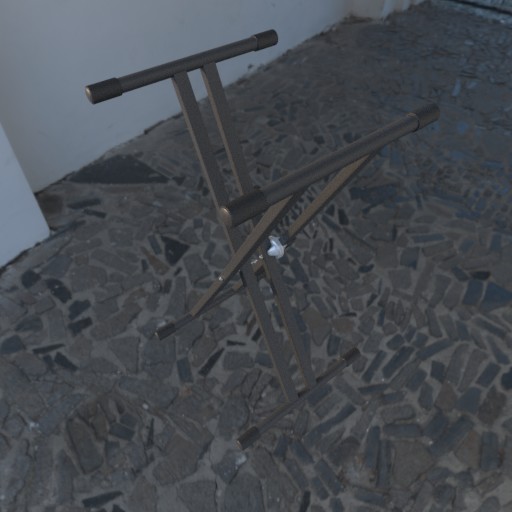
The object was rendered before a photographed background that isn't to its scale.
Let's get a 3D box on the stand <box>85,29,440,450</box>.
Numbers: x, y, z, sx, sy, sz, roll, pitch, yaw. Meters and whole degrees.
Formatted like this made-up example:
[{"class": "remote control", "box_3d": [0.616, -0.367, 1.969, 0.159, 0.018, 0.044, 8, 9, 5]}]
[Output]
[{"class": "stand", "box_3d": [0.000, 0.000, 1.175, 0.495, 0.900, 0.503, -30, 54, -25]}]
